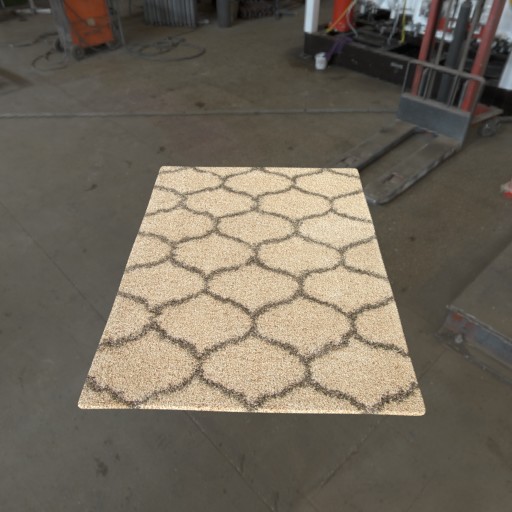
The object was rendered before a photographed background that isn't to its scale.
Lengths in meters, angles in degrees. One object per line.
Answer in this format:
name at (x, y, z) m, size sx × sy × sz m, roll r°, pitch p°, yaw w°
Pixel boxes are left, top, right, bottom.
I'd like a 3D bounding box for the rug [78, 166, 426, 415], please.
rug at (0.000, 0.000, 2.113) m, size 1.200 × 0.025 × 1.600 m, roll 1°, pitch 42°, yaw 1°
